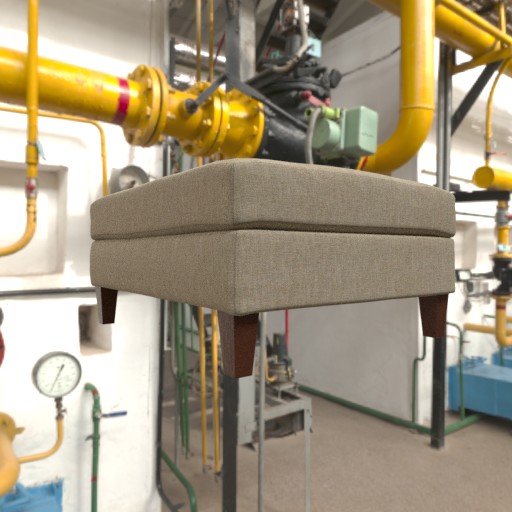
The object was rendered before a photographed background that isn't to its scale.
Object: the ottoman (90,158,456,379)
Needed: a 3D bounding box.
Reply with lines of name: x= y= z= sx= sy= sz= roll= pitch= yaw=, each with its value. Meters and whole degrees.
ottoman: x=0.000 y=0.000 z=1.486 sx=0.836 sy=0.492 sz=0.976 roll=0 pitch=0 yaw=-36
